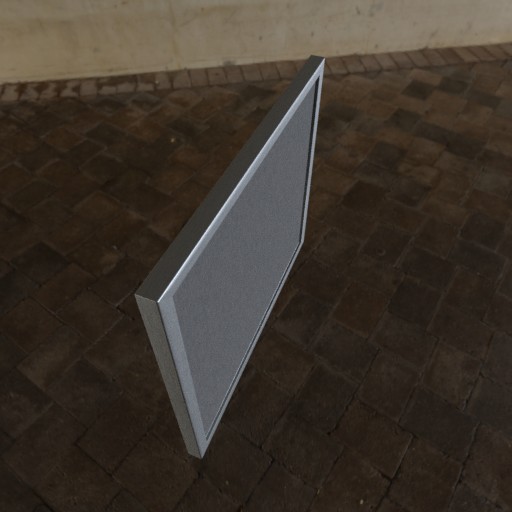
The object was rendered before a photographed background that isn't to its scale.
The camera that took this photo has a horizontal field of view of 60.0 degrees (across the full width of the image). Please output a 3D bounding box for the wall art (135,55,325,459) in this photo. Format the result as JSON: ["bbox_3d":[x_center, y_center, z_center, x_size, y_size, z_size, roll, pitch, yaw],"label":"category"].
[{"bbox_3d":[0.000,0.000,0.761,0.028,0.457,0.556,17,51,15],"label":"wall art"}]
